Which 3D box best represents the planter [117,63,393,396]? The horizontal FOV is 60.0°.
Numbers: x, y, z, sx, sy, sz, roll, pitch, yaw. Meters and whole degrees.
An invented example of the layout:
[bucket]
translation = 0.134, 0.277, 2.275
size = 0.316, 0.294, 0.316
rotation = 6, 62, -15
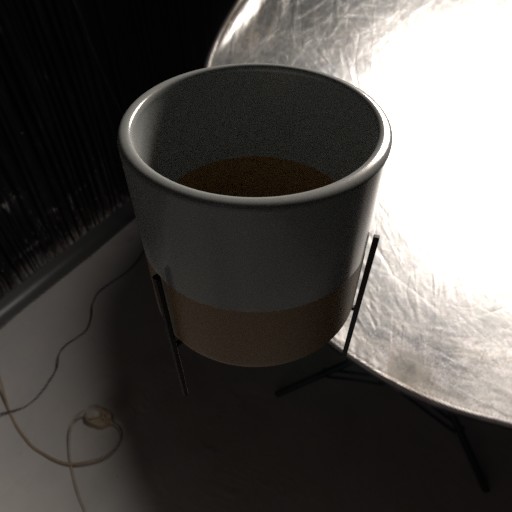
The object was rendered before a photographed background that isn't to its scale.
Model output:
[planter]
translation = 0.000, 0.000, 0.642
size = 0.310, 0.432, 0.310
rotation = 24, 51, 21
